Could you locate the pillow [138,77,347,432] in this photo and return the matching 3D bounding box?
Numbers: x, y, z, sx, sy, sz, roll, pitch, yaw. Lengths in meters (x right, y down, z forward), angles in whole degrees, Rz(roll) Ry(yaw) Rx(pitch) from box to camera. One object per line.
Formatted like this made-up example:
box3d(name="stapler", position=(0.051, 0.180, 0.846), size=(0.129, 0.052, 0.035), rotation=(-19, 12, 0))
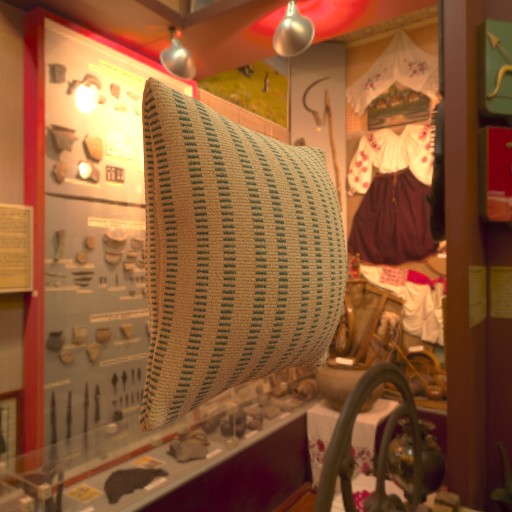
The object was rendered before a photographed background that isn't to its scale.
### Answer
box3d(name="pillow", position=(0.000, 0.000, 0.691), size=(0.247, 0.419, 0.438), rotation=(-1, -1, 37))
